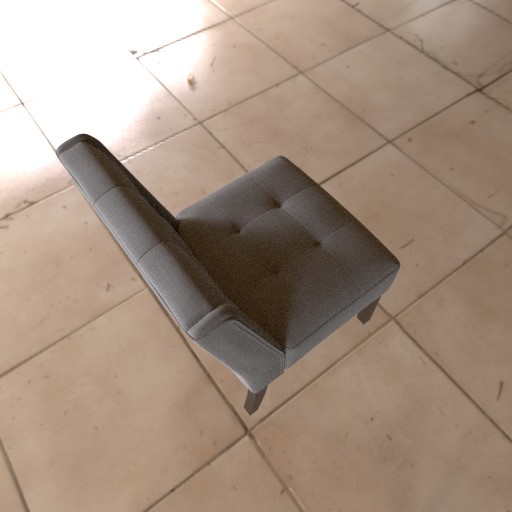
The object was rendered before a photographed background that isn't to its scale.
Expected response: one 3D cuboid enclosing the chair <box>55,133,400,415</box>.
[{"bbox_3d":[0.000,0.000,1.285,0.676,0.853,0.569,-33,64,-19],"label":"chair"}]
